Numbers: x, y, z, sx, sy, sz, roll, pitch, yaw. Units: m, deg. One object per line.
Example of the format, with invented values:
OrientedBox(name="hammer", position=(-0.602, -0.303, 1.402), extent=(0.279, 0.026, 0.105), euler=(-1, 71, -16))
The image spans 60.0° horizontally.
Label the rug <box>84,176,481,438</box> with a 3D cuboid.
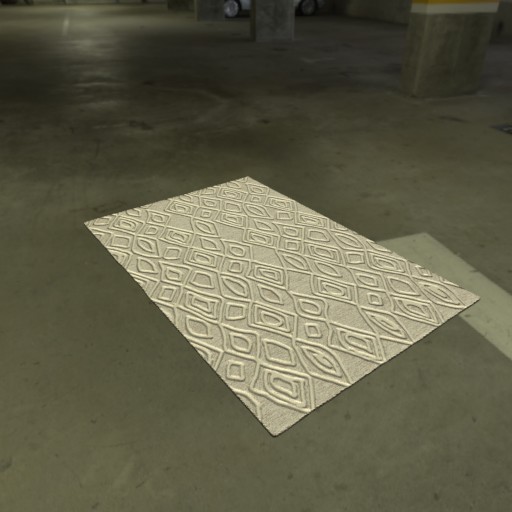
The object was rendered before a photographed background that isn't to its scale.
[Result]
OrientedBox(name="rug", position=(0.000, 0.000, 2.344), extent=(1.224, 0.016, 1.832), euler=(-22, 38, -30))
